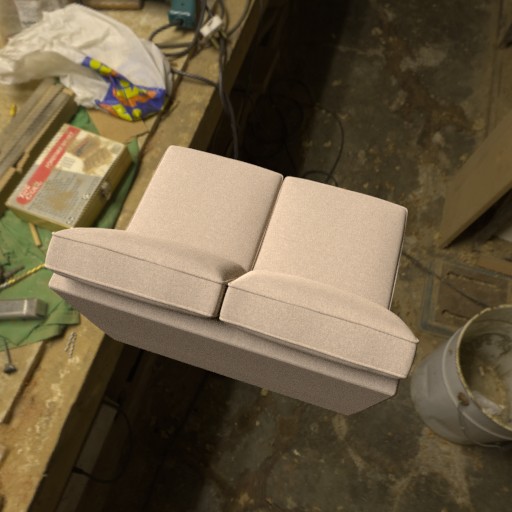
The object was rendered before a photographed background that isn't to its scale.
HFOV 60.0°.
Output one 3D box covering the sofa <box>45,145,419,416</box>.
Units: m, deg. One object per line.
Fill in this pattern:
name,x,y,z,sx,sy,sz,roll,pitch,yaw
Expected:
sofa,0.000,0.000,1.944,1.237,1.008,0.951,16,66,7
